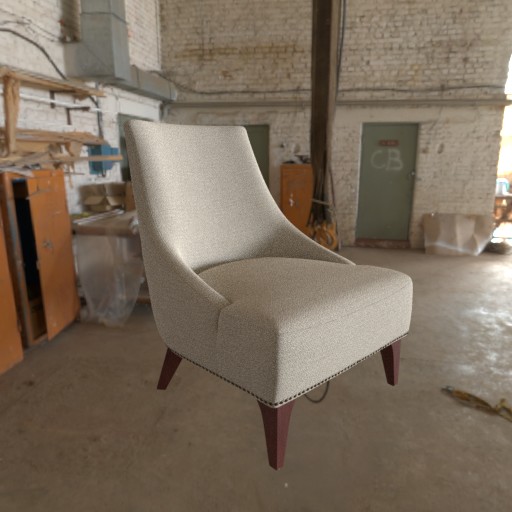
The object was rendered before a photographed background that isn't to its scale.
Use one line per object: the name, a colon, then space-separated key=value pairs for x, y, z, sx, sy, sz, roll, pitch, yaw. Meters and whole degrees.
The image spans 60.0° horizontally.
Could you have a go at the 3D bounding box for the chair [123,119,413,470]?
chair: x=0.000 y=0.000 z=1.523 sx=0.701 sy=0.909 sz=0.861 roll=-12 pitch=18 yaw=-43
